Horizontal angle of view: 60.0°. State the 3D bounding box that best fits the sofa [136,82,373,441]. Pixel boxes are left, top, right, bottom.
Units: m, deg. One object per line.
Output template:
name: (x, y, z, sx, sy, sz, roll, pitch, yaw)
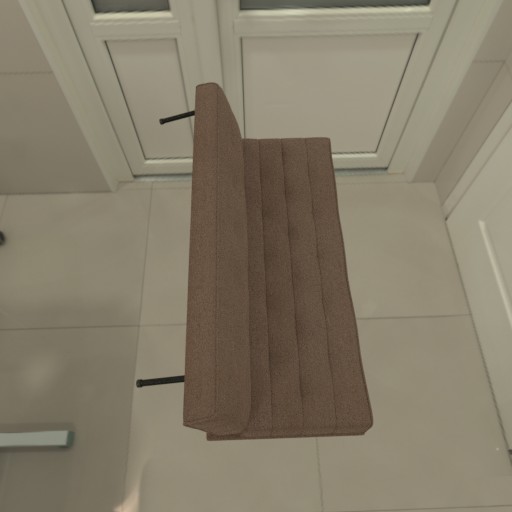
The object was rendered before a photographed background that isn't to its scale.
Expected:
sofa: (0.000, 0.000, 2.416, 1.038, 0.810, 1.820, -2, 63, -1)
